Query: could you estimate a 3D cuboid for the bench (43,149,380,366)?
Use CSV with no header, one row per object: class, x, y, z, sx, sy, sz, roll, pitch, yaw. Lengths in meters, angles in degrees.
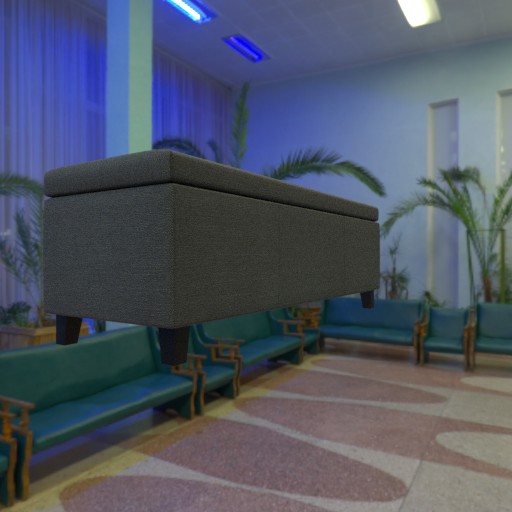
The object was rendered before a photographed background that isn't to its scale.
bench,0.000,0.000,1.485,0.446,0.438,1.269,0,0,34
